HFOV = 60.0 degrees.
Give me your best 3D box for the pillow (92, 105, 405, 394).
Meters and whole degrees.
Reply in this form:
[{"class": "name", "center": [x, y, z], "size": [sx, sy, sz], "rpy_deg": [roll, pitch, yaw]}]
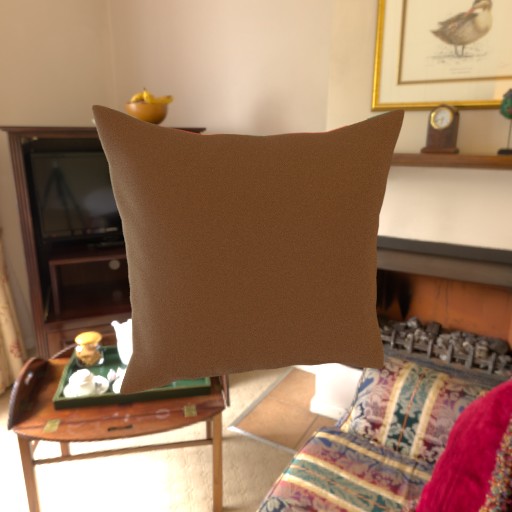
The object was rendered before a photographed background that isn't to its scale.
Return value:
[{"class": "pillow", "center": [0.000, 0.000, 0.692], "size": [0.453, 0.443, 0.168], "rpy_deg": [-2, 15, -8]}]
